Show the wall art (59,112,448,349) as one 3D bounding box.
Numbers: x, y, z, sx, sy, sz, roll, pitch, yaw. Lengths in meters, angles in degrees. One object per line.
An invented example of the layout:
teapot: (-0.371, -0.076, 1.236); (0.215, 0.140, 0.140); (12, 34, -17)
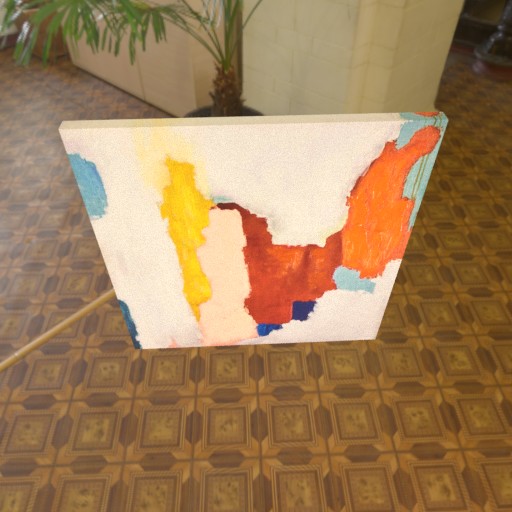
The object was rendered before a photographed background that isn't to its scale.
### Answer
wall art: (0.000, 0.000, 1.223); (0.814, 0.814, 0.037); (-2, 45, -2)
